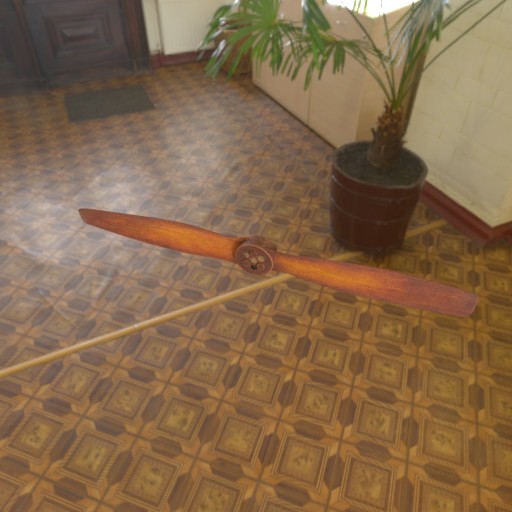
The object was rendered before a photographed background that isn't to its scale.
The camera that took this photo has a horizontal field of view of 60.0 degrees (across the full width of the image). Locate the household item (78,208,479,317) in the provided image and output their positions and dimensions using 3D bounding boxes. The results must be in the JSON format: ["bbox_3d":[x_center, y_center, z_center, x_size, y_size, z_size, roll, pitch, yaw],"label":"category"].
[{"bbox_3d":[0.000,0.000,1.268,1.181,0.121,0.051,13,43,14],"label":"household item"}]
